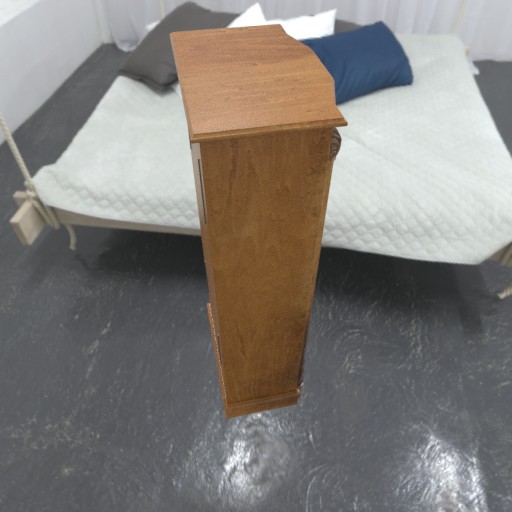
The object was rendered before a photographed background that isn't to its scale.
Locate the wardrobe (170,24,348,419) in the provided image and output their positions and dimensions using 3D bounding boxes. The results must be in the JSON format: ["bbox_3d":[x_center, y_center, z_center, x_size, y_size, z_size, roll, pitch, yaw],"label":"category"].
[{"bbox_3d":[0.000,0.000,1.125,0.273,0.959,0.406,-9,47,-8],"label":"wardrobe"}]
